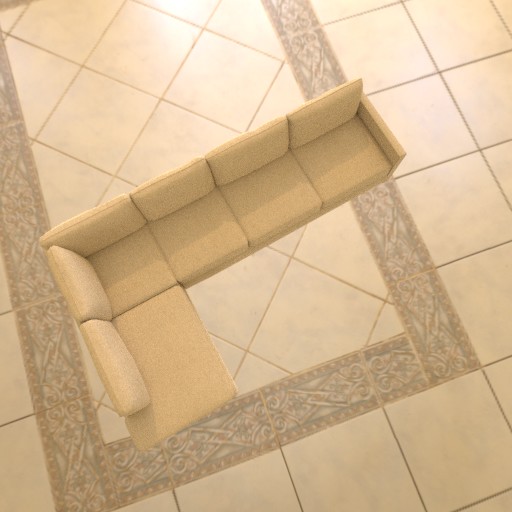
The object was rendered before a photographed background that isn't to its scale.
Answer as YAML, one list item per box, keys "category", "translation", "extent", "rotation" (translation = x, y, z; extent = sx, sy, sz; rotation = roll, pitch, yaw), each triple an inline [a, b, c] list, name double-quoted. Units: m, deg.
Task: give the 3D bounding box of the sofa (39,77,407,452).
- category: "sofa"
  translation: [0.000, 0.000, 4.147]
  extent: [3.384, 0.996, 2.048]
  rotation: [-28, 78, -7]
